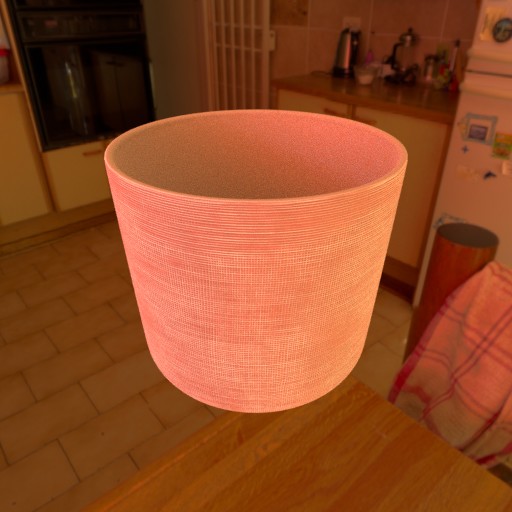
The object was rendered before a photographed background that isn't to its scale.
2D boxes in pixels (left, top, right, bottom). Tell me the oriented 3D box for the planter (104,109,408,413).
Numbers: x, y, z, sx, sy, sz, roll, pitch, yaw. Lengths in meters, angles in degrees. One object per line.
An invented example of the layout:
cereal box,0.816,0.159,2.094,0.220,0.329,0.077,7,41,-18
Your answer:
planter,0.000,0.000,0.770,0.440,0.398,0.440,0,31,0
